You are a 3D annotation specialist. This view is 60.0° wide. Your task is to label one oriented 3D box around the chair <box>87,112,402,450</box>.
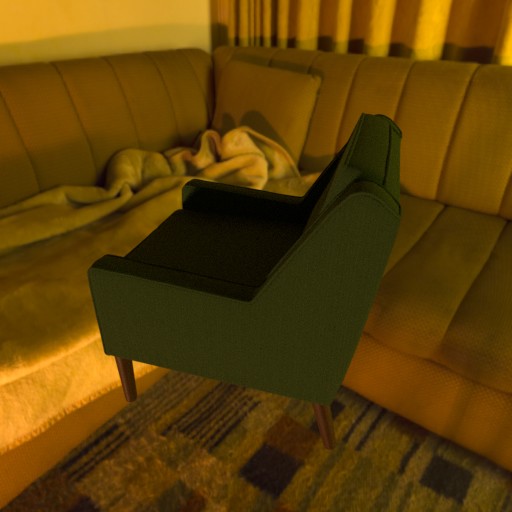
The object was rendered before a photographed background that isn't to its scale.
[{"bbox_3d":[0.000,0.000,1.332,0.743,0.792,0.663,8,31,14],"label":"chair"}]
